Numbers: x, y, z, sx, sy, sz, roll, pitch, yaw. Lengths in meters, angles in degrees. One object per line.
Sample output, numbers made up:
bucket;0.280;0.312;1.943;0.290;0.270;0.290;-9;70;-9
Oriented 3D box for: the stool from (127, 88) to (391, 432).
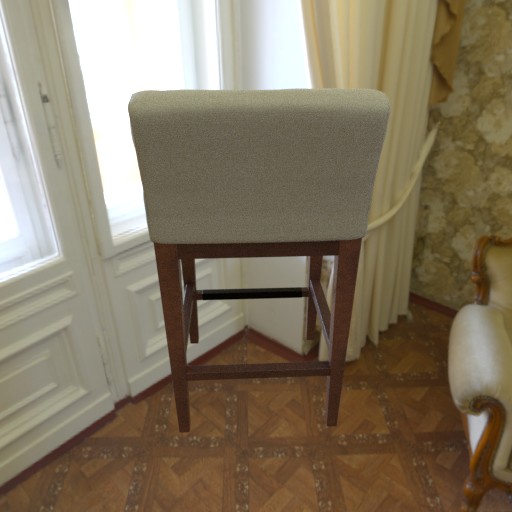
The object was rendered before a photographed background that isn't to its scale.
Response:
stool;0.000;0.000;1.248;0.511;0.937;0.500;-1;28;-3
